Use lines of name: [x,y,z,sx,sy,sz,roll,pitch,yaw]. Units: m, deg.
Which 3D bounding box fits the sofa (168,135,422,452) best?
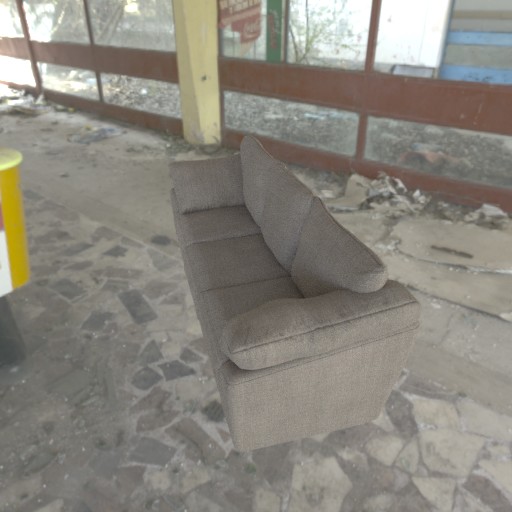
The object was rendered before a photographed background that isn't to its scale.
sofa: [0.000,0.000,2.838,0.878,0.996,2.334,-8,31,-13]
